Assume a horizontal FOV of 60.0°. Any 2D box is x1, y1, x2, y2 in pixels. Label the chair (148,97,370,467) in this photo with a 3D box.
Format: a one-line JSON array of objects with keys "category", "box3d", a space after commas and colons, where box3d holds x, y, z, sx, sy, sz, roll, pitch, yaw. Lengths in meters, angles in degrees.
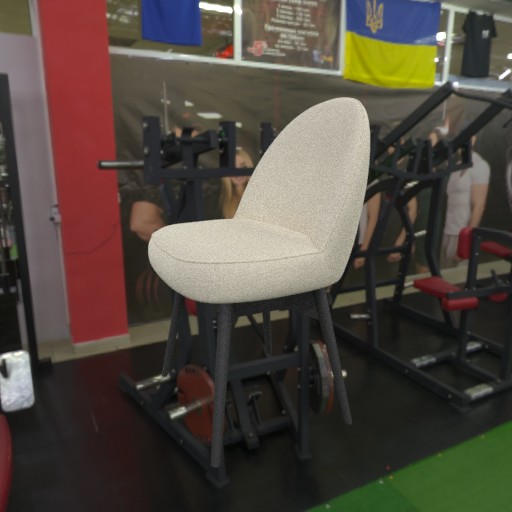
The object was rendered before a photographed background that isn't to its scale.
[{"category": "chair", "box3d": [0.000, 0.000, 1.208, 0.540, 0.838, 0.532, -7, 15, -25]}]
